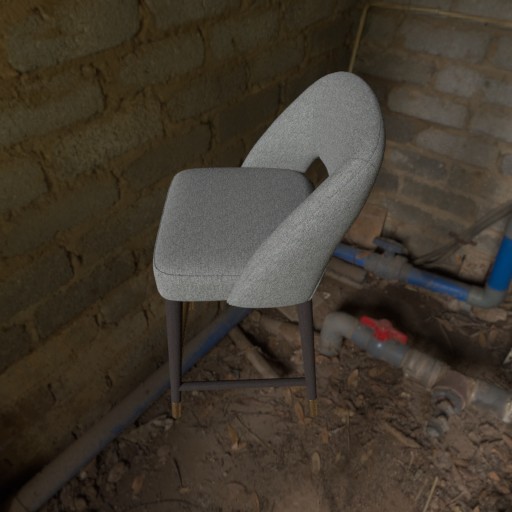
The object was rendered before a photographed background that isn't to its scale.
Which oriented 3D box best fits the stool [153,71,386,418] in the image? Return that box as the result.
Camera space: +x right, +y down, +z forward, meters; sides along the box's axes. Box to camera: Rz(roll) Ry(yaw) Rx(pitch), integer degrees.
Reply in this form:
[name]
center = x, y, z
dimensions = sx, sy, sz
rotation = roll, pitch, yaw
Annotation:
[stool]
center = 0.000, 0.000, 1.239
dimensions = 0.524, 0.925, 0.536
rotation = -1, 41, -1
